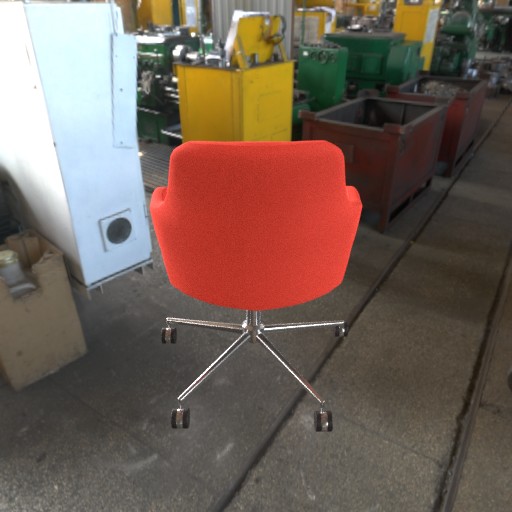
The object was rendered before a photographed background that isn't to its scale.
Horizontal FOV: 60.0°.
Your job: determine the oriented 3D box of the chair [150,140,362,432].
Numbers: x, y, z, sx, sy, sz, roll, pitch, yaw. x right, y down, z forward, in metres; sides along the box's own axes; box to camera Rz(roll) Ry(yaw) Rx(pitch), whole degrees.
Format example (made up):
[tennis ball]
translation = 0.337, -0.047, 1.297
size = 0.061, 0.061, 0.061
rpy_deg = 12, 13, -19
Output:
[chair]
translation = 0.000, 0.000, 1.287
size = 0.655, 0.820, 0.600
rpy_deg = 0, 31, -1
